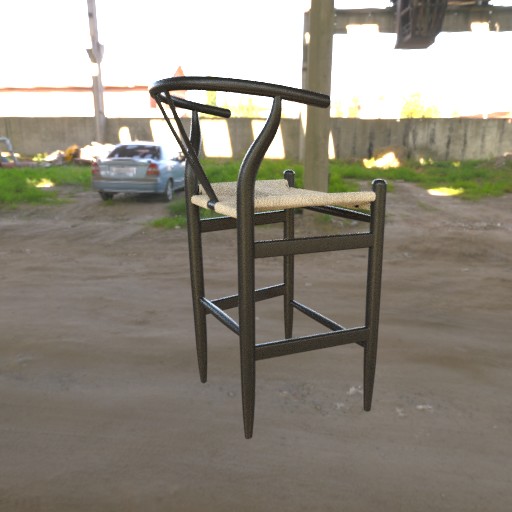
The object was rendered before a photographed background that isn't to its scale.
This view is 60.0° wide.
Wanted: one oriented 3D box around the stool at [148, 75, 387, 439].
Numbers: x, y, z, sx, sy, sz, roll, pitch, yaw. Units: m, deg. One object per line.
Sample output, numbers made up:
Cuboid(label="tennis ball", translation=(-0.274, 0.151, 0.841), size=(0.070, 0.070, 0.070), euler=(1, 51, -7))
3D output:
Cuboid(label="stool", translation=(0.000, 0.000, 1.348), size=(0.579, 0.970, 0.569), euler=(-8, 16, -27))
